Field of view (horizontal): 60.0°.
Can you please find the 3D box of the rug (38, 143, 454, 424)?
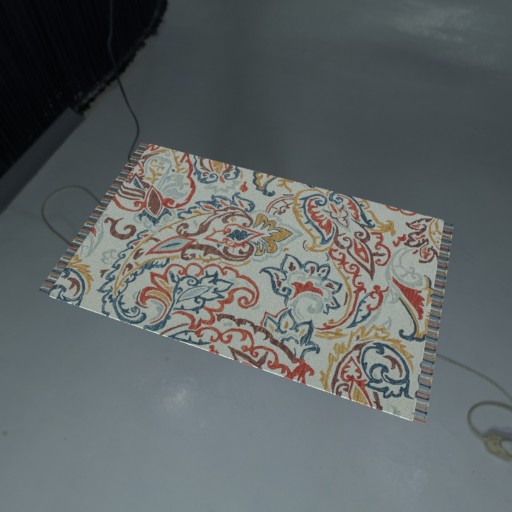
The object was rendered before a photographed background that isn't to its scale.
[{"bbox_3d":[0.000,0.000,3.142,2.584,0.010,1.523,17,59,10],"label":"rug"}]
